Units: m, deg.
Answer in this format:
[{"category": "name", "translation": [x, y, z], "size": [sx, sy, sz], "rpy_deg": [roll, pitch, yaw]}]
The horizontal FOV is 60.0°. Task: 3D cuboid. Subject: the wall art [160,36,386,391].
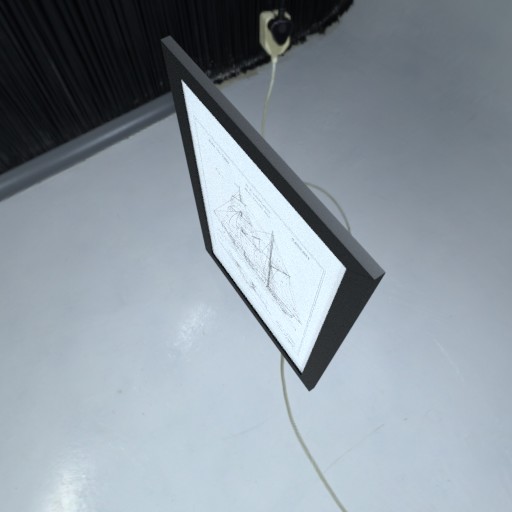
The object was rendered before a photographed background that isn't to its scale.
[{"category": "wall art", "translation": [0.000, 0.000, 0.597], "size": [0.011, 0.459, 0.326], "rpy_deg": [-32, 67, -15]}]
